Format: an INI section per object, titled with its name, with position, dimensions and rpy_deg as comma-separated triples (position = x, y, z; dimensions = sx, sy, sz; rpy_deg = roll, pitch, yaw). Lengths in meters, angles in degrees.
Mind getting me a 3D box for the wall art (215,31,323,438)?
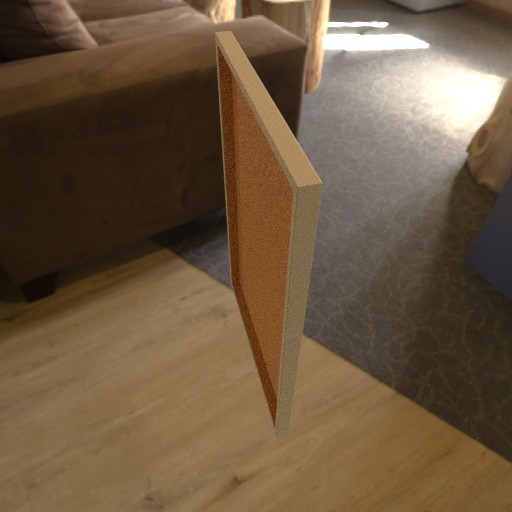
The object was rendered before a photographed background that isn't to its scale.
[wall art]
position = 0.000, 0.000, 1.173
dimensions = 0.038, 0.914, 0.610
rpy_deg = -11, 47, -10
